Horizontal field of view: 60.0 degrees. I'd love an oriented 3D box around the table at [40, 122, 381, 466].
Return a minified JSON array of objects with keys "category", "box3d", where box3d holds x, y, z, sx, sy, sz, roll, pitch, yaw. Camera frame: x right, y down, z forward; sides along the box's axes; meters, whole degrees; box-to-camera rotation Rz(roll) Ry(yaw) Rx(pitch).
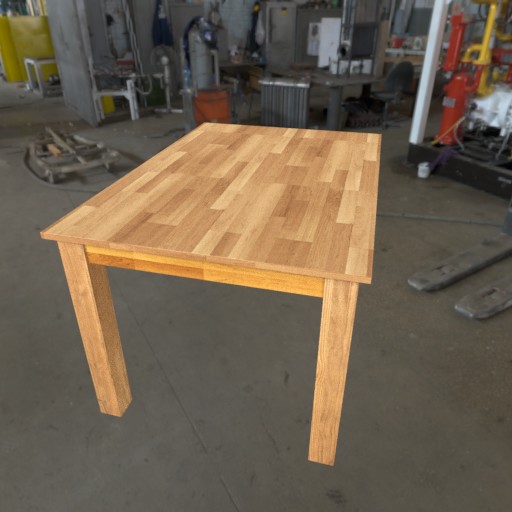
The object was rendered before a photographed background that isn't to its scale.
[{"category":"table","box3d":[0.000,0.000,1.865,0.900,0.750,1.300,8,31,13]}]
